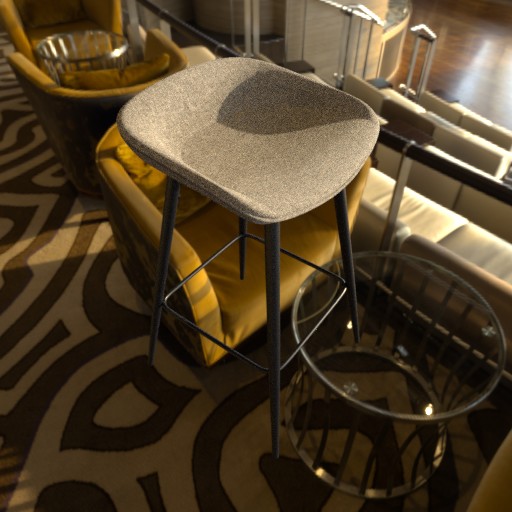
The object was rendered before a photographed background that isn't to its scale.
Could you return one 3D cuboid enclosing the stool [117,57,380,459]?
[{"bbox_3d":[0.000,0.000,1.103,0.480,0.814,0.469,27,49,26],"label":"stool"}]
